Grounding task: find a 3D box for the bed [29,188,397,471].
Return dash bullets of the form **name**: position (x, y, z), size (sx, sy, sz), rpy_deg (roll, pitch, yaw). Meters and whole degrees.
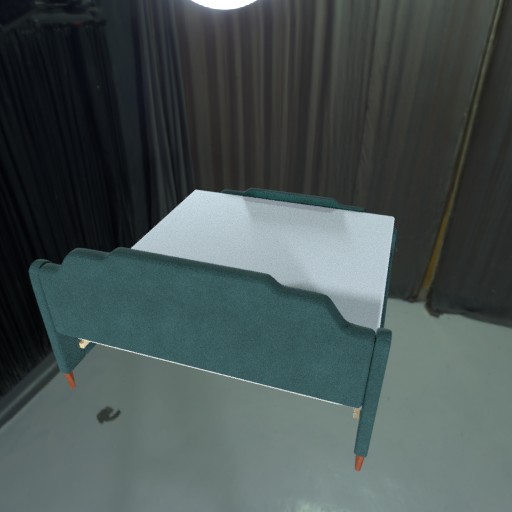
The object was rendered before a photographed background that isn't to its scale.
- **bed**: position (0.000, 0.000, 3.472), size (2.074, 1.245, 2.340), rpy_deg (10, 33, 15)
